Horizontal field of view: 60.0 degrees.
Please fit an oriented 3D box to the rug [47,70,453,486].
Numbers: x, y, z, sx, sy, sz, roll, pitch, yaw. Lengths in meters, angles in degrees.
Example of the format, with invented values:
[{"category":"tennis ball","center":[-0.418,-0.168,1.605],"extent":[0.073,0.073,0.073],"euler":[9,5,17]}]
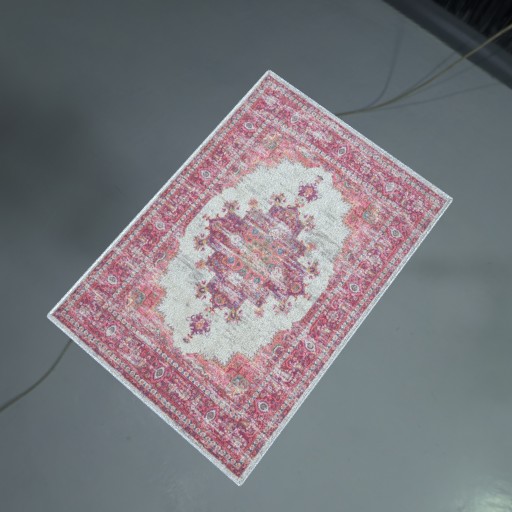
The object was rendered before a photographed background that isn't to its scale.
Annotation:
[{"category":"rug","center":[0.000,0.000,2.224],"extent":[1.217,0.011,1.747],"euler":[38,80,8]}]
